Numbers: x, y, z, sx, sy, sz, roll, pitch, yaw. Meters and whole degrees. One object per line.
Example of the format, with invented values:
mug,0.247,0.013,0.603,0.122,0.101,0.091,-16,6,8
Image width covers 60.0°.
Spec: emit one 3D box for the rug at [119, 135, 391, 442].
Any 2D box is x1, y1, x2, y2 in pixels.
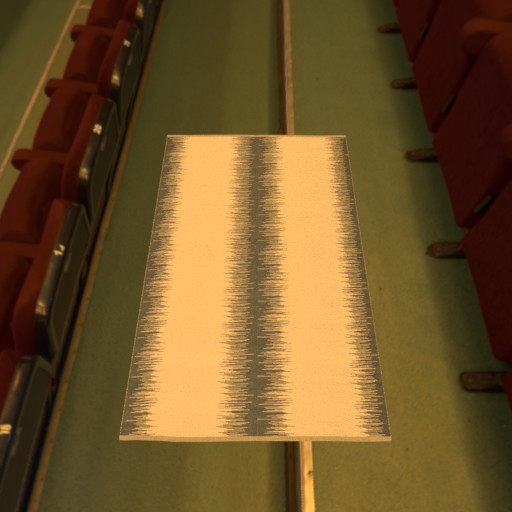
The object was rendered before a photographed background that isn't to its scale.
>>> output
rug,0.000,0.000,3.123,1.519,0.003,2.453,0,57,0
